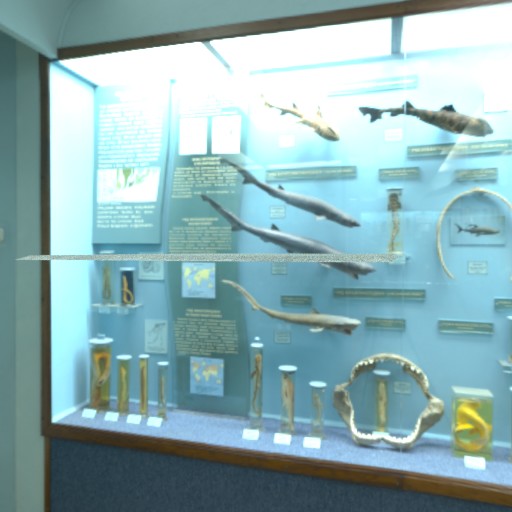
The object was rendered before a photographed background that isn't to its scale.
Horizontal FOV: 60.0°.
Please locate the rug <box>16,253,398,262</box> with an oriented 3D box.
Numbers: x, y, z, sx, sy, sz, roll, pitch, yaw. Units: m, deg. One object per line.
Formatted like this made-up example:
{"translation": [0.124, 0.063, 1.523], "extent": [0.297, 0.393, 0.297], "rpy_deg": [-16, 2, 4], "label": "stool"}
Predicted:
{"translation": [0.000, 0.000, 3.832], "extent": [2.332, 0.027, 2.933], "rpy_deg": [0, 1, 18], "label": "rug"}
